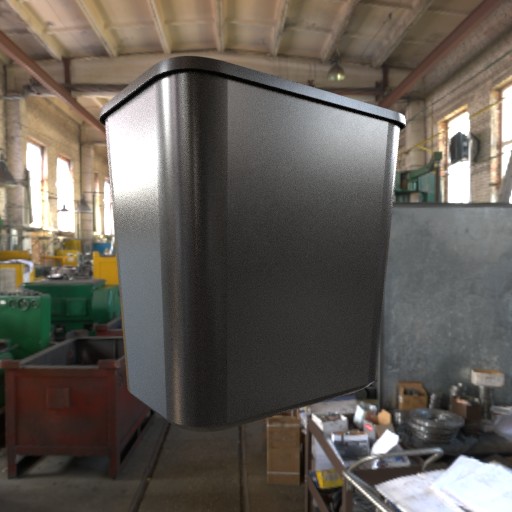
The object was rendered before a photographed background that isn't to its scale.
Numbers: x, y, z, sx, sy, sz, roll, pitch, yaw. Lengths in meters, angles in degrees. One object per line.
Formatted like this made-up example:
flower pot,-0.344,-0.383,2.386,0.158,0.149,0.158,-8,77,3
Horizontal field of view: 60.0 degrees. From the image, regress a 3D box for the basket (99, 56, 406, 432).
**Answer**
basket,0.000,0.000,0.493,0.300,0.307,0.211,-1,1,-36
